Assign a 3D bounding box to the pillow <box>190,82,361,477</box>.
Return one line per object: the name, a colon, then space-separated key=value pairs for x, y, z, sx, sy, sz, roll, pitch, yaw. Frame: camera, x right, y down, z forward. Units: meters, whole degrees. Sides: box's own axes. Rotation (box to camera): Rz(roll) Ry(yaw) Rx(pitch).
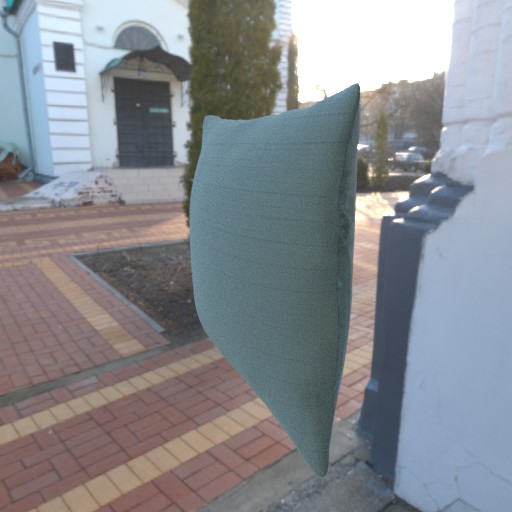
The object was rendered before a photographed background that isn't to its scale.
pillow: x=0.000 y=0.000 z=0.706 sx=0.175 sy=0.464 sz=0.470 roll=-6 pitch=15 yaw=-24
